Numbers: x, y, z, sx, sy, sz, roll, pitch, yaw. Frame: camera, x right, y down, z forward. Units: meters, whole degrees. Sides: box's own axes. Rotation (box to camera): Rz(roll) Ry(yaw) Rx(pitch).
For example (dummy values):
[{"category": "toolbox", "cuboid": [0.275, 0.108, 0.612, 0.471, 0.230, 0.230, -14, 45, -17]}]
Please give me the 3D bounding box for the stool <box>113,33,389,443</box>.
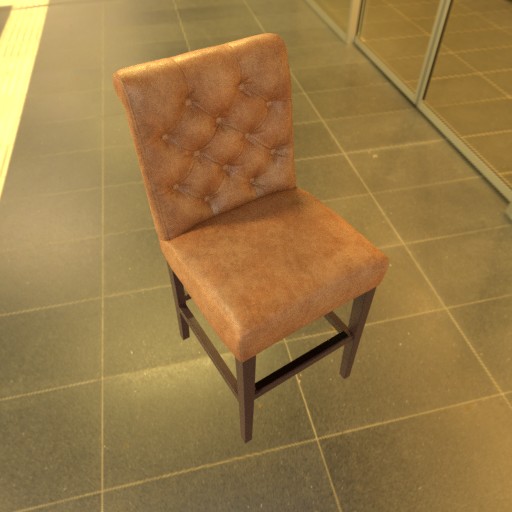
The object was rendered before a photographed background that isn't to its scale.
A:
[{"category": "stool", "cuboid": [0.000, 0.000, 1.338, 0.493, 1.047, 0.601, -25, 51, -22]}]
